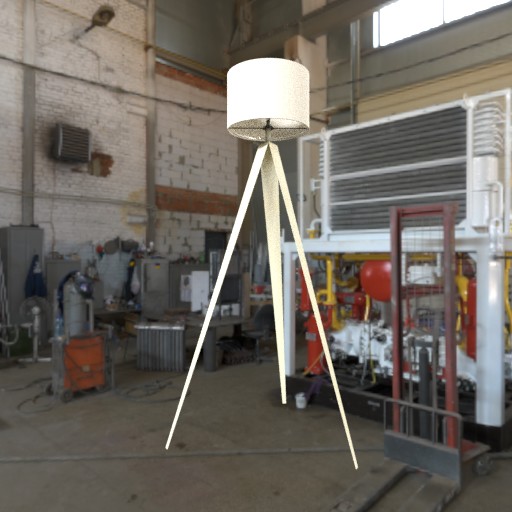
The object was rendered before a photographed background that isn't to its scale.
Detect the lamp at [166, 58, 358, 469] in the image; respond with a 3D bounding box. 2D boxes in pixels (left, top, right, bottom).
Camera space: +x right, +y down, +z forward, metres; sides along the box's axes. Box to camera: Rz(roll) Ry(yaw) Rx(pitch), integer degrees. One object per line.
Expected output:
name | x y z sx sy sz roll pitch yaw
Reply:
lamp | 0.000 0.000 1.935 0.724 1.524 0.716 0 0 -1
